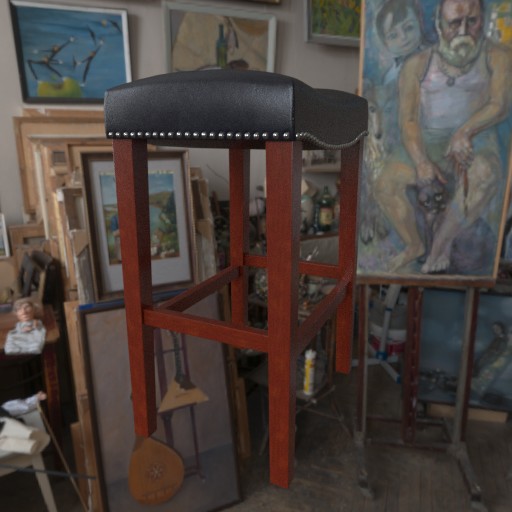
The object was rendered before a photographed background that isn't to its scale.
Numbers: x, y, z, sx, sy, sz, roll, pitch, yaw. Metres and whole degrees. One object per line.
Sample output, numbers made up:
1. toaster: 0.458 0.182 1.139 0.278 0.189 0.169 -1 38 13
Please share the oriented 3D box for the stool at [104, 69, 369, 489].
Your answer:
1. stool: 0.000 0.000 1.009 0.372 0.742 0.504 8 18 25
